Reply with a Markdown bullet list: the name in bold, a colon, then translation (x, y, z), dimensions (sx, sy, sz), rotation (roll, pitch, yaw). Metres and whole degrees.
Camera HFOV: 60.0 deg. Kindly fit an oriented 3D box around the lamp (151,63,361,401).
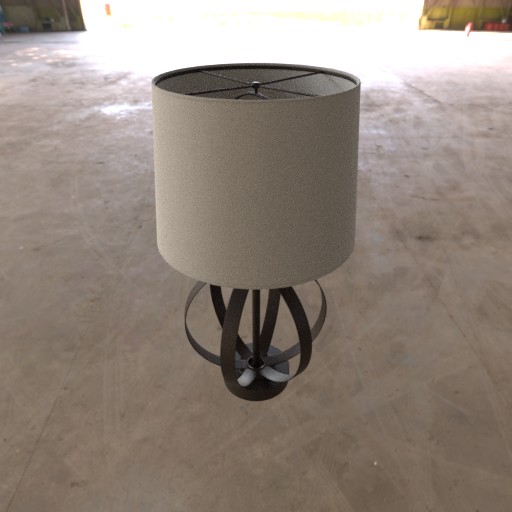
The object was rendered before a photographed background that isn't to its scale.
- **lamp**: translation (0.000, 0.000, 0.675), dimensions (0.286, 0.510, 0.286), rotation (0, 31, 0)
